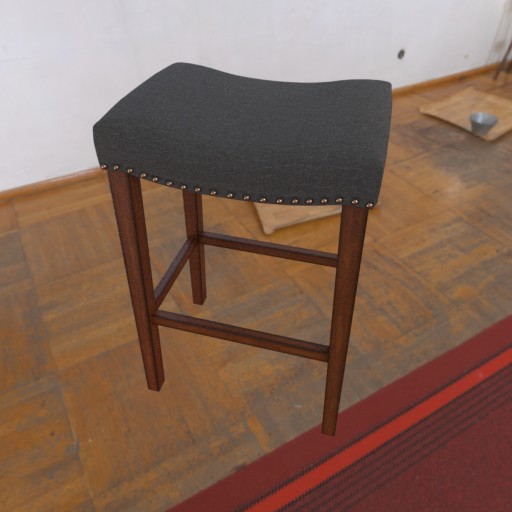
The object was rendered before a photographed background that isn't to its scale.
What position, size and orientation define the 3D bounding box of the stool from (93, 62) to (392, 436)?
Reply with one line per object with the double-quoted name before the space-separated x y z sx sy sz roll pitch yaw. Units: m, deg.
"stool" 0.000 0.000 1.033 0.502 0.760 0.366 10 41 12
